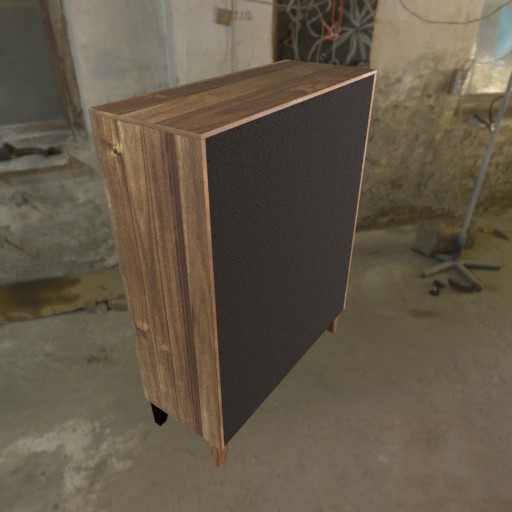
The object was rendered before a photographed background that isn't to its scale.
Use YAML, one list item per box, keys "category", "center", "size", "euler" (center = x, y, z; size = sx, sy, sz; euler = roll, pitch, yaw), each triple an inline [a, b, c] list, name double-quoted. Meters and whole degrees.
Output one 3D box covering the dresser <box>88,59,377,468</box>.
- category: "dresser"
  center: [0.000, 0.000, 1.900]
  size: [0.442, 1.393, 1.062]
  euler: [21, 38, 30]
